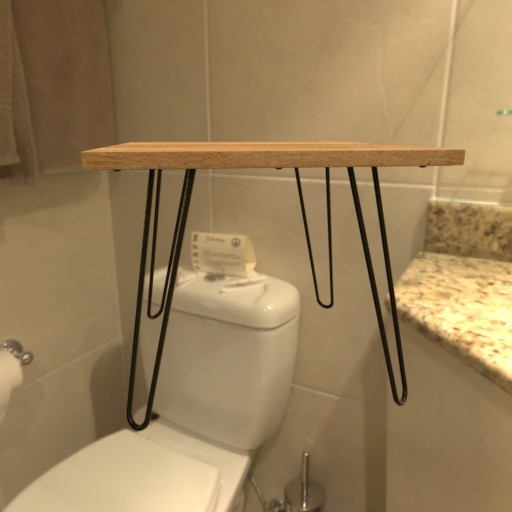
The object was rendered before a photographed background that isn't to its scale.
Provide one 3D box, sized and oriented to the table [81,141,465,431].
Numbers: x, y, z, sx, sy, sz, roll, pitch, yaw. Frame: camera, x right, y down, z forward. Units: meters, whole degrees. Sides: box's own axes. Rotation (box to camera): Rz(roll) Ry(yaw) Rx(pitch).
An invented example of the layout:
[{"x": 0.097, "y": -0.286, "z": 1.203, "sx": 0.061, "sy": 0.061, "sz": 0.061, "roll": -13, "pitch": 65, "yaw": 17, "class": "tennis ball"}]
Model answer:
[{"x": 0.000, "y": 0.000, "z": 1.028, "sx": 0.599, "sy": 0.500, "sz": 0.599, "roll": -2, "pitch": 16, "yaw": -8, "class": "table"}]
